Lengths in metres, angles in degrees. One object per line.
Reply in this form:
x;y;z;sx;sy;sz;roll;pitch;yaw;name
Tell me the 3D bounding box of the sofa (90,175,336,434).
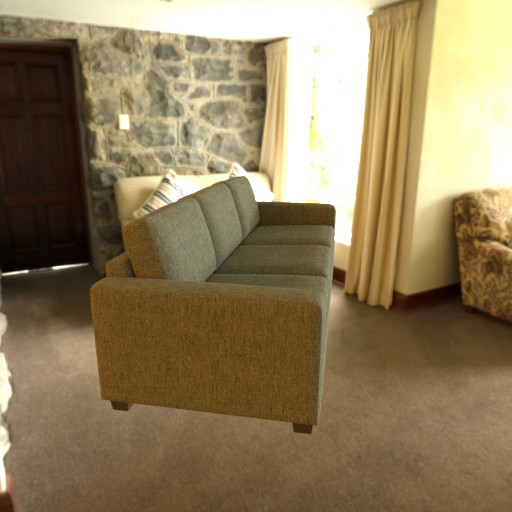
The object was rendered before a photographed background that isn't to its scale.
0.000;0.000;2.651;0.900;0.800;2.160;3;16;11;sofa
